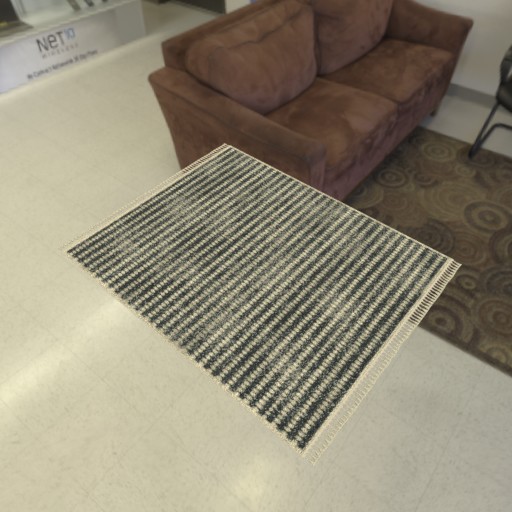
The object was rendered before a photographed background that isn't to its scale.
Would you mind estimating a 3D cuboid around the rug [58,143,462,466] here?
[{"bbox_3d":[0.000,0.000,4.014,2.910,0.013,2.256,33,55,26],"label":"rug"}]
